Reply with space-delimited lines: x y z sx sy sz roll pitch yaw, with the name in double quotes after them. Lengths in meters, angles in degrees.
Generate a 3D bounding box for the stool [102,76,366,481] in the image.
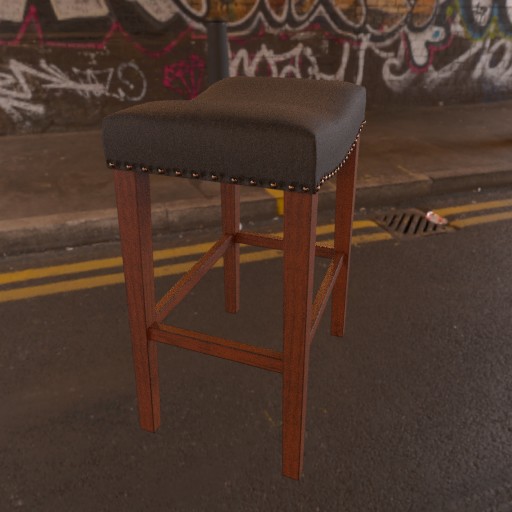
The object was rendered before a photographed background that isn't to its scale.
0.000 0.000 0.854 0.320 0.612 0.439 10 30 18 "stool"
